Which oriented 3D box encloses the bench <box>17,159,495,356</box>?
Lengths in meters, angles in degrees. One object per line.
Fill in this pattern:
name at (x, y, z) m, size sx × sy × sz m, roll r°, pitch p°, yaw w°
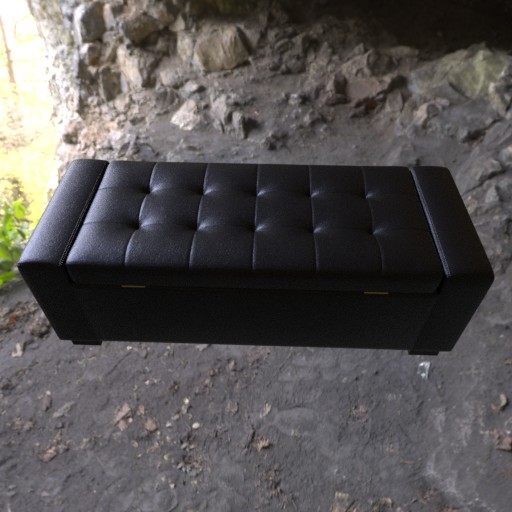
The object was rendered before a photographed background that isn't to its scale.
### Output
bench at (0.000, 0.000, 1.502) m, size 1.296 × 0.445 × 0.508 m, roll 1°, pitch 47°, yaw 1°
